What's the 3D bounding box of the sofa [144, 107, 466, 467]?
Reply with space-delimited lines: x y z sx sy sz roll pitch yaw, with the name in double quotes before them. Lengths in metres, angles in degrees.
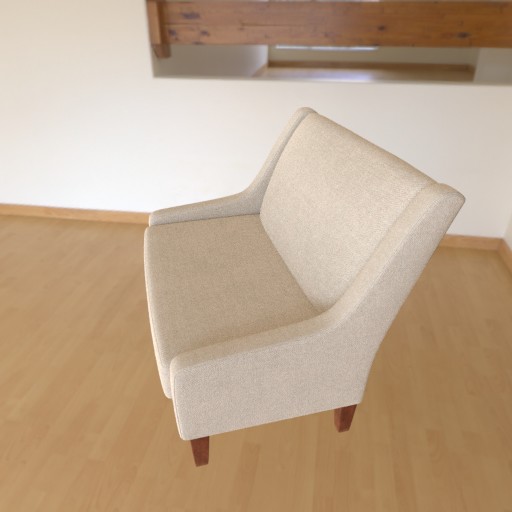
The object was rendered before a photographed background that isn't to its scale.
"sofa" 0.000 0.000 1.905 0.946 0.976 1.212 -8 31 -13
